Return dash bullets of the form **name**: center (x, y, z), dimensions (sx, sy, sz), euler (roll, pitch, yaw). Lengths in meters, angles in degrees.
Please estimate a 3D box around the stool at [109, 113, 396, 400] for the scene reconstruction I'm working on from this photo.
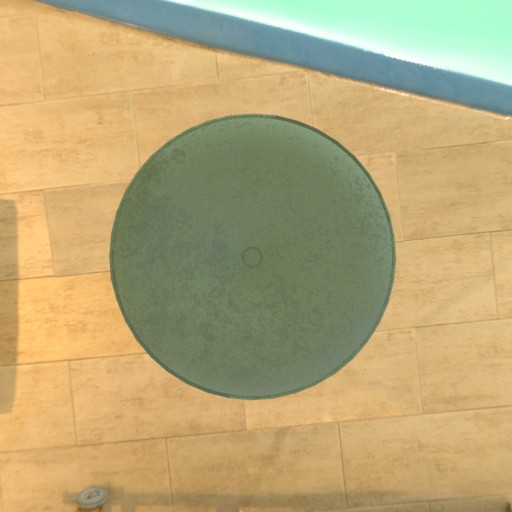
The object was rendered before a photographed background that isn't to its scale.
- **stool**: center (0.000, 0.000, 0.867), dimensions (0.458, 0.519, 0.457), euler (0, 90, 1)
